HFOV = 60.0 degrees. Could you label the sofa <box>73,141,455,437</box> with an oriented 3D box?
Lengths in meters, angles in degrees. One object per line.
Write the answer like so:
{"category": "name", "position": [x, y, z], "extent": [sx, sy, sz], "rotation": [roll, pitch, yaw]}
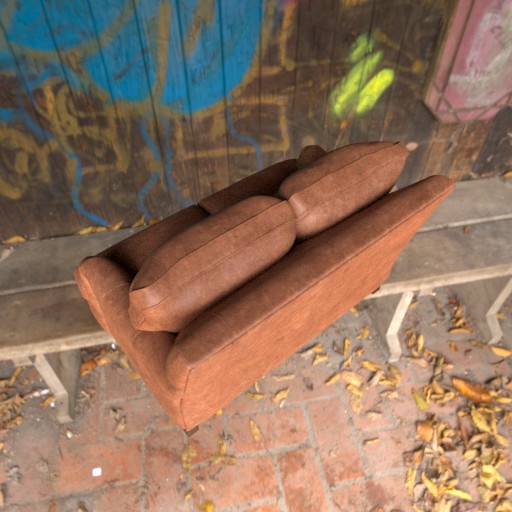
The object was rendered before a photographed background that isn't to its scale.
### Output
{"category": "sofa", "position": [0.000, 0.000, 2.213], "extent": [1.527, 1.004, 1.077], "rotation": [-31, 55, -26]}
